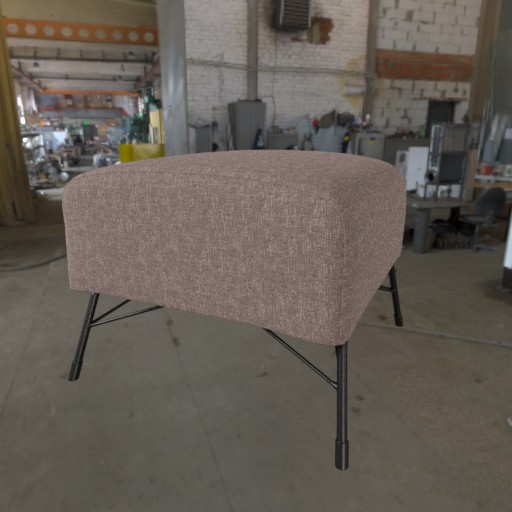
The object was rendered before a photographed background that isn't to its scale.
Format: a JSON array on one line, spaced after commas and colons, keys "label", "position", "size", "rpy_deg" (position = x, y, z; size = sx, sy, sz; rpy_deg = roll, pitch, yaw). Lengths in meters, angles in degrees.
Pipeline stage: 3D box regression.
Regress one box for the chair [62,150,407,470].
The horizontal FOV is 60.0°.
[{"label": "chair", "position": [0.000, 0.000, 0.887], "size": [0.530, 0.410, 0.530], "rpy_deg": [8, 18, 25]}]
